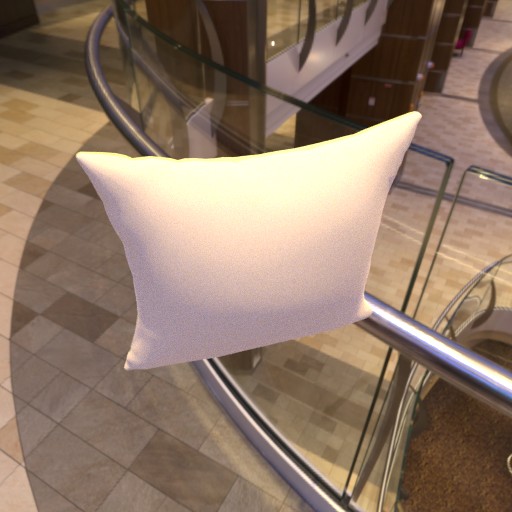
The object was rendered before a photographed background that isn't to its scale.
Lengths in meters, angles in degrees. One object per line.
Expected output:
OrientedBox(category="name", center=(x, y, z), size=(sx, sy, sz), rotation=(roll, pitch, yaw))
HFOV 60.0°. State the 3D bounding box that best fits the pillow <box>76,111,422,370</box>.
OrientedBox(category="pillow", center=(0.000, 0.000, 0.812), size=(0.560, 0.487, 0.229), rotation=(-11, 42, -12))
